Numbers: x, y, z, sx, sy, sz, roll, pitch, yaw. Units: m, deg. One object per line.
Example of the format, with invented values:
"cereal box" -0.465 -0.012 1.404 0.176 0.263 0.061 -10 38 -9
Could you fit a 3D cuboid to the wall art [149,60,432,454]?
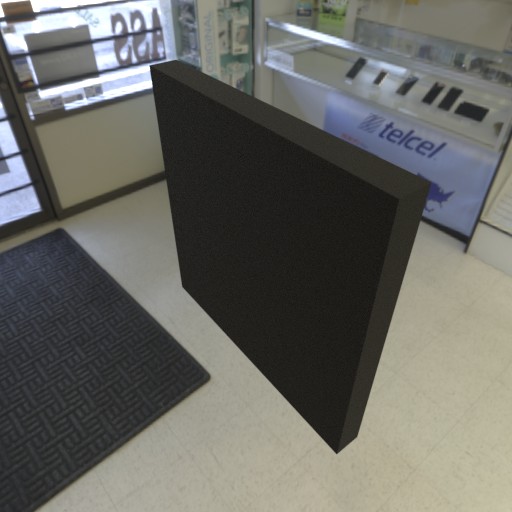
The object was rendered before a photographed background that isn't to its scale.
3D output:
"wall art" 0.000 0.000 0.452 0.030 0.305 0.308 -26 47 -28
